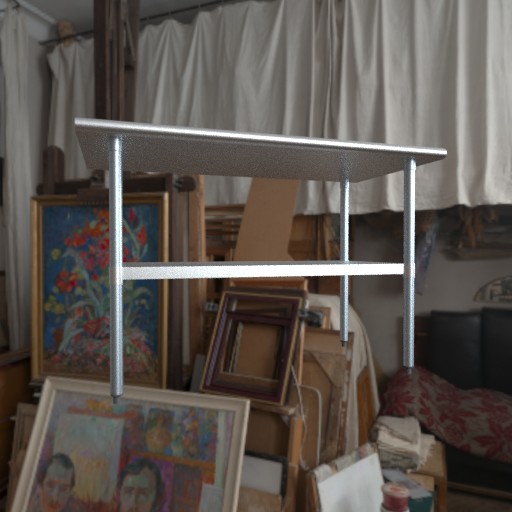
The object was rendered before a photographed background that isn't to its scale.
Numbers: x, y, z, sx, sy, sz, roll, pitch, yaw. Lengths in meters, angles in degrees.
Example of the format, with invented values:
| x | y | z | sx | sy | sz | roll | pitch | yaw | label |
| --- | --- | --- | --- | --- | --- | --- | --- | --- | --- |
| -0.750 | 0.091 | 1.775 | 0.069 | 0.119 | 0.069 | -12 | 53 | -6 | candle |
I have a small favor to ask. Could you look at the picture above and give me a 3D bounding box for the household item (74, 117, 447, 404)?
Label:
| x | y | z | sx | sy | sz | roll | pitch | yaw | label |
| --- | --- | --- | --- | --- | --- | --- | --- | --- | --- |
| 0.000 | 0.000 | 1.671 | 1.219 | 0.851 | 0.610 | 0 | 1 | -18 | household item |
